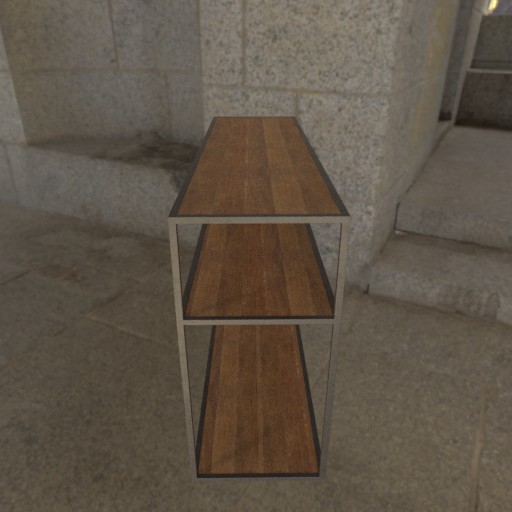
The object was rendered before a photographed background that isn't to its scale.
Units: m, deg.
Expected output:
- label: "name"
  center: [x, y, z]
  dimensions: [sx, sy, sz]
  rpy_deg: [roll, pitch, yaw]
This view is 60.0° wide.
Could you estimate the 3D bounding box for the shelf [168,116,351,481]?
- label: "shelf"
  center: [0.000, 0.000, 1.567]
  dimensions: [0.361, 0.765, 1.201]
  rpy_deg: [0, 26, -1]
